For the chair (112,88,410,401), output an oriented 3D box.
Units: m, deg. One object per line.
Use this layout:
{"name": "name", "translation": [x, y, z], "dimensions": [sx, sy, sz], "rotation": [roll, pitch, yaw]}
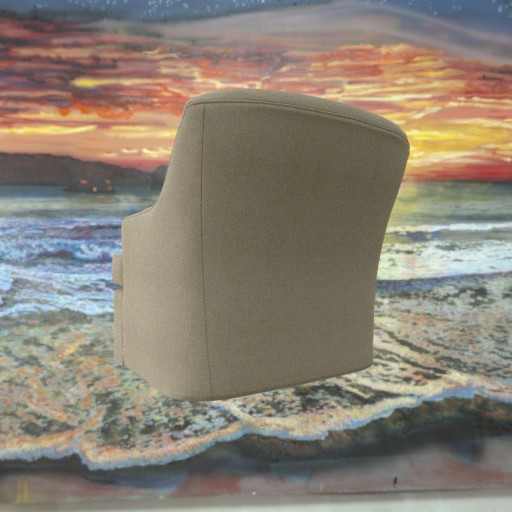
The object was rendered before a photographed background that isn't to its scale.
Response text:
{"name": "chair", "translation": [0.000, 0.000, 1.584], "dimensions": [0.864, 0.856, 0.923], "rotation": [0, 0, -35]}
